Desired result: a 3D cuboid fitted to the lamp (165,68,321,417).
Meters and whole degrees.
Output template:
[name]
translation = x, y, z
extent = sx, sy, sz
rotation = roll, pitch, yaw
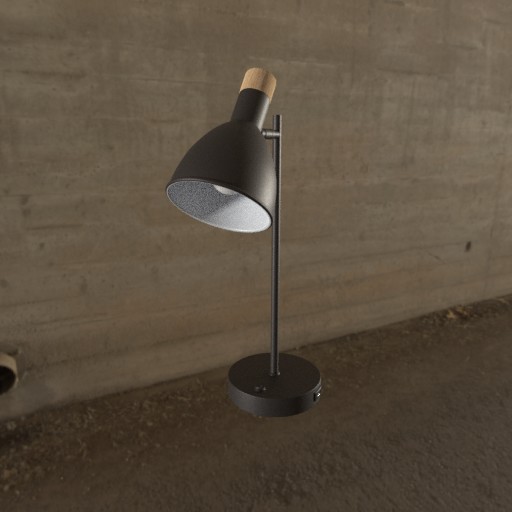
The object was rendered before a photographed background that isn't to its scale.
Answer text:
[lamp]
translation = 0.000, 0.000, 0.610
extent = 0.152, 0.483, 0.287
rotation = 7, 16, 27
